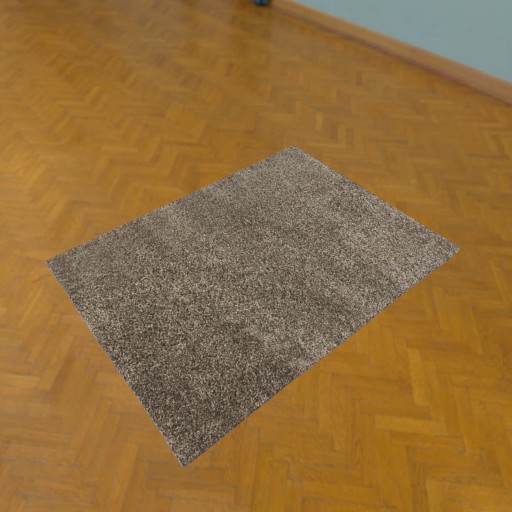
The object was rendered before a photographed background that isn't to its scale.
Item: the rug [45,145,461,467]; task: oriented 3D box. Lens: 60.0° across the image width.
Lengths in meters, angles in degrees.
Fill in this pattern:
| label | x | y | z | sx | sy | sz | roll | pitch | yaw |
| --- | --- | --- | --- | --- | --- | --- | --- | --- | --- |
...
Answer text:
| label | x | y | z | sx | sy | sz | roll | pitch | yaw |
| --- | --- | --- | --- | --- | --- | --- | --- | --- | --- |
| rug | 0.000 | 0.000 | 2.130 | 1.601 | 0.025 | 1.198 | -30 | 53 | -26 |
